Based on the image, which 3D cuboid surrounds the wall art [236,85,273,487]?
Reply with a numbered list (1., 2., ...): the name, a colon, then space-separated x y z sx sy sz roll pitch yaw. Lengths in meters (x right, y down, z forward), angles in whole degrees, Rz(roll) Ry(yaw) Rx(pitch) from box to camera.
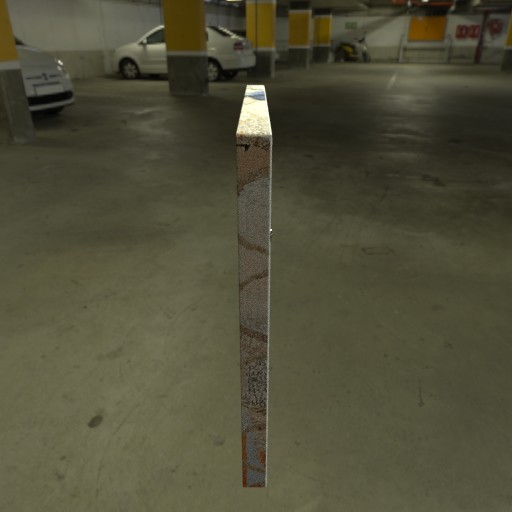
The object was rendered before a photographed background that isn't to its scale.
1. wall art: 0.000 0.000 0.762 0.038 0.508 0.507 0 26 0
